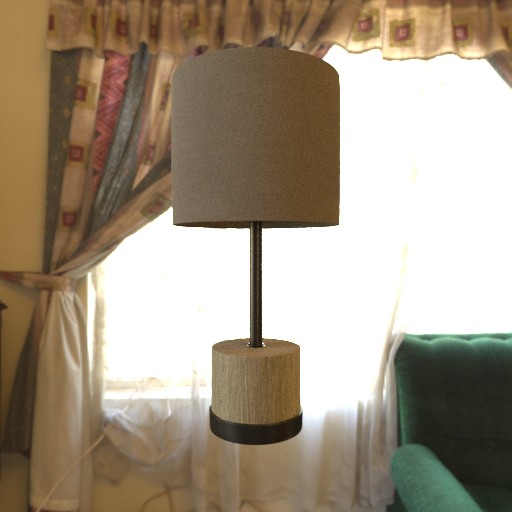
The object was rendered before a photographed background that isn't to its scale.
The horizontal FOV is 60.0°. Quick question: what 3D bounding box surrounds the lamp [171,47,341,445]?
[{"bbox_3d":[0.000,0.000,0.611,0.229,0.470,0.229,0,1,-18],"label":"lamp"}]
